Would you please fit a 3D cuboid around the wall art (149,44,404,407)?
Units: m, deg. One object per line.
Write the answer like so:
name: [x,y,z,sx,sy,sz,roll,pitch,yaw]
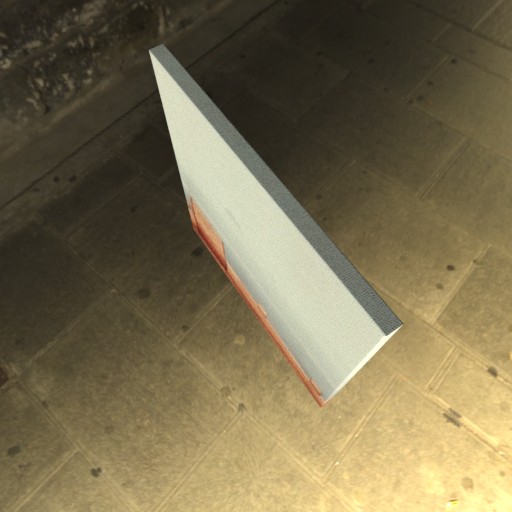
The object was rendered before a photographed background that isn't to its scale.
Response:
wall art: [0.000,0.000,0.917,0.034,0.605,0.605,-31,67,-15]
